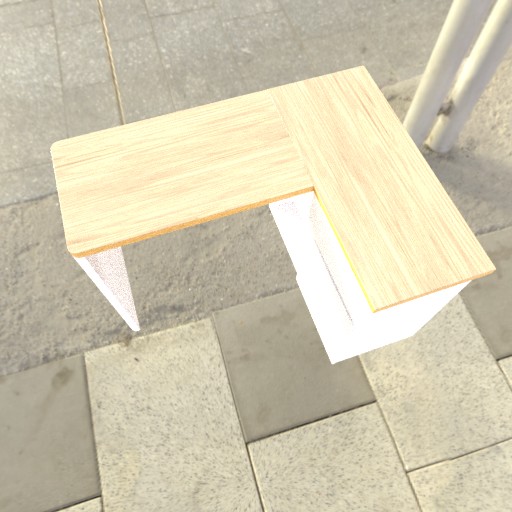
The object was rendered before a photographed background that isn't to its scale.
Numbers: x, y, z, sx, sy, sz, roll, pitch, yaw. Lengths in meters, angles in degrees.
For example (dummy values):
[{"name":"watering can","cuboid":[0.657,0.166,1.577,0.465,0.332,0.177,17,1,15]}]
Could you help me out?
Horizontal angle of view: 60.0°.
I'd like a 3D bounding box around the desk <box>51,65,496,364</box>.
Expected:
[{"name":"desk","cuboid":[0.000,0.000,1.733,1.170,0.760,0.900,-17,64,-8]}]
